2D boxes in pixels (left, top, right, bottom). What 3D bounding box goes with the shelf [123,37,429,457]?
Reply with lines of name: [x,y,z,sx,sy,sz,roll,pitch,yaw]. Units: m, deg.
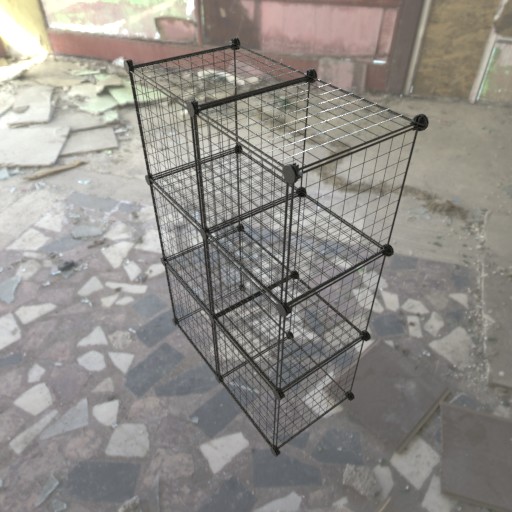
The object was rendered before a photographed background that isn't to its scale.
shelf: [0.000,0.000,1.386,0.356,1.067,0.711,-26,47,-26]
